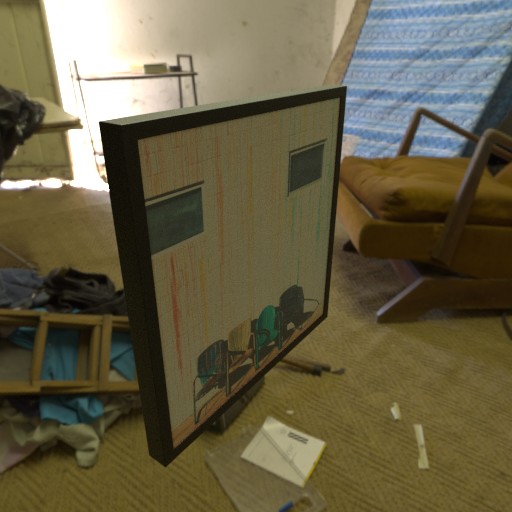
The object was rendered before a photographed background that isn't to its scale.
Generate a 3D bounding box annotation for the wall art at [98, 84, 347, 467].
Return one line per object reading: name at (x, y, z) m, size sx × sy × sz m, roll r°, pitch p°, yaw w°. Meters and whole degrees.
wall art at (0.000, 0.000, 0.752) m, size 0.037 × 0.506 × 0.506 m, roll 18°, pitch 32°, yaw 33°
